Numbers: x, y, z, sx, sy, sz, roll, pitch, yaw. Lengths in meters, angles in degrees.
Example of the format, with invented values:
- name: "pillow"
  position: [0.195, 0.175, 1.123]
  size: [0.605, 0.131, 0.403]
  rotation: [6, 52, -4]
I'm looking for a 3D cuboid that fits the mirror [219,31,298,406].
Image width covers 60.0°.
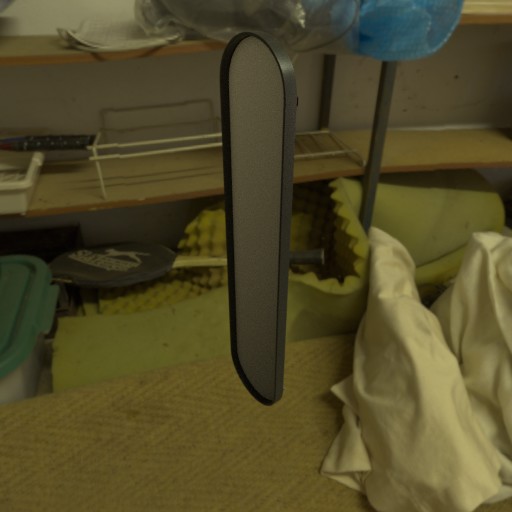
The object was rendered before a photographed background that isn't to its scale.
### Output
- name: "mirror"
  position: [0.000, 0.000, 1.091]
  size: [0.032, 0.991, 0.222]
  rotation: [-21, 38, -30]
